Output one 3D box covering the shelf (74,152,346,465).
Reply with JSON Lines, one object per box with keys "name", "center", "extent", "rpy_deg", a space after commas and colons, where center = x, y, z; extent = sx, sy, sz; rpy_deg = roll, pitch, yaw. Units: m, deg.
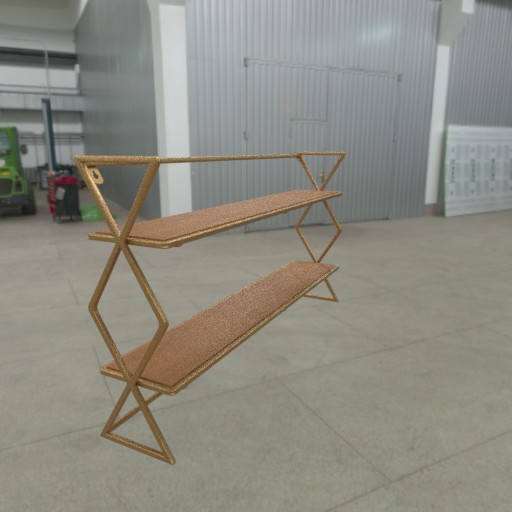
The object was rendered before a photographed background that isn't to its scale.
{"name": "shelf", "center": [0.000, 0.000, 0.995], "extent": [0.150, 0.450, 0.822], "rpy_deg": [7, 15, 27]}
